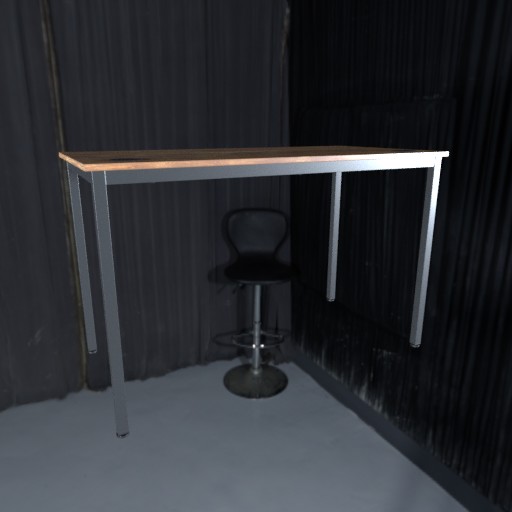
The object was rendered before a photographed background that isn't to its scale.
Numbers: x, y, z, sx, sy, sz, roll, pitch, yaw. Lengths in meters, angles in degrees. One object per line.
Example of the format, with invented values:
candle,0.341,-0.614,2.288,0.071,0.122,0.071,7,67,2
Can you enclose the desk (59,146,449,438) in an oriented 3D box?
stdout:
desk,0.000,0.000,1.626,1.200,0.749,0.600,-8,18,-27
